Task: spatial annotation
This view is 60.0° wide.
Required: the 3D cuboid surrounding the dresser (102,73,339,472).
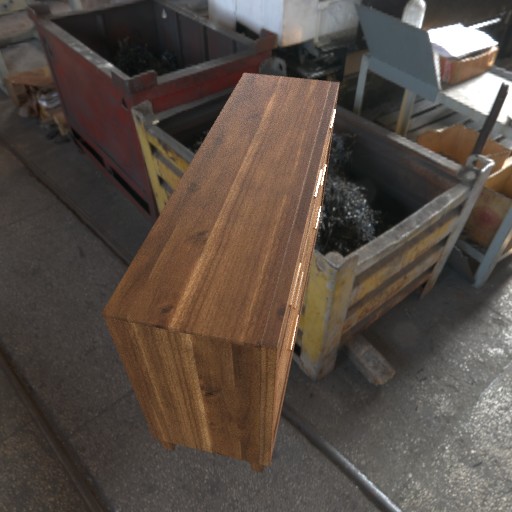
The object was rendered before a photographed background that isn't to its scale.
[{"bbox_3d":[0.000,0.000,1.822,0.438,0.892,1.387,10,47,9],"label":"dresser"}]
